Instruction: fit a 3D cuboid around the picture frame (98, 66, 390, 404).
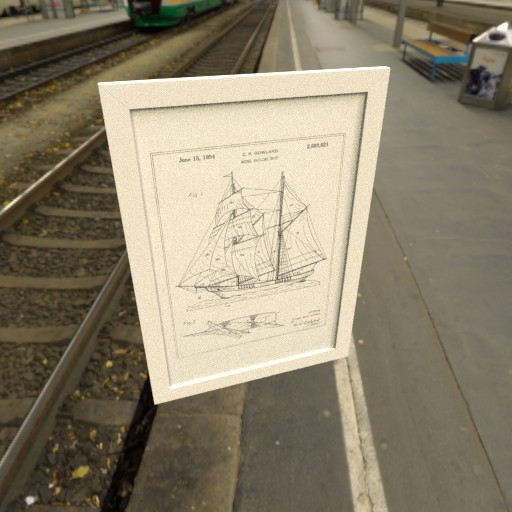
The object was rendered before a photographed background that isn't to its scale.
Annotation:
[{"bbox_3d":[0.000,0.000,0.598,0.326,0.459,0.011,-10,33,-15],"label":"picture frame"}]
